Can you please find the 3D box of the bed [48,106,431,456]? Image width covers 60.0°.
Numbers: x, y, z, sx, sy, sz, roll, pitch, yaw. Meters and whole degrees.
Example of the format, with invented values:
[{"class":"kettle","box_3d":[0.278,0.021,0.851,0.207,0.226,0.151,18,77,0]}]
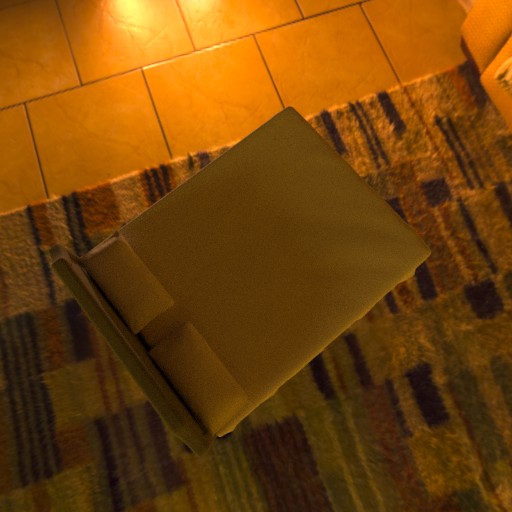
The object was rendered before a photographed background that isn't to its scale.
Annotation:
[{"class":"bed","box_3d":[0.000,0.000,3.692,2.464,1.306,1.977,-39,78,-10]}]
